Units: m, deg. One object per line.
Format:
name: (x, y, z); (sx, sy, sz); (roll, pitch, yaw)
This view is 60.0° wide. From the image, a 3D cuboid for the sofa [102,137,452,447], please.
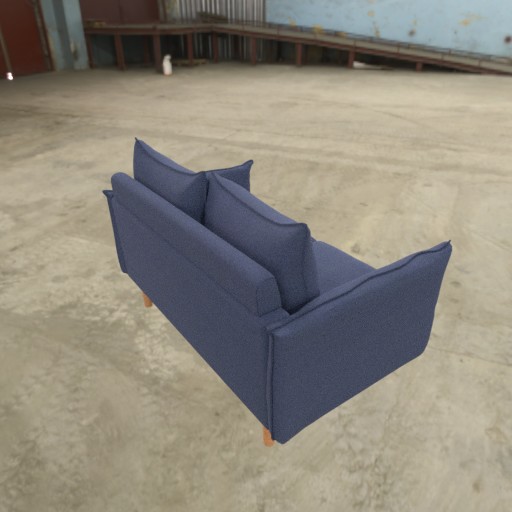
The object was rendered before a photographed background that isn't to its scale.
sofa: (0.000, 0.000, 1.864); (0.820, 0.840, 1.300); (-19, 34, -31)
